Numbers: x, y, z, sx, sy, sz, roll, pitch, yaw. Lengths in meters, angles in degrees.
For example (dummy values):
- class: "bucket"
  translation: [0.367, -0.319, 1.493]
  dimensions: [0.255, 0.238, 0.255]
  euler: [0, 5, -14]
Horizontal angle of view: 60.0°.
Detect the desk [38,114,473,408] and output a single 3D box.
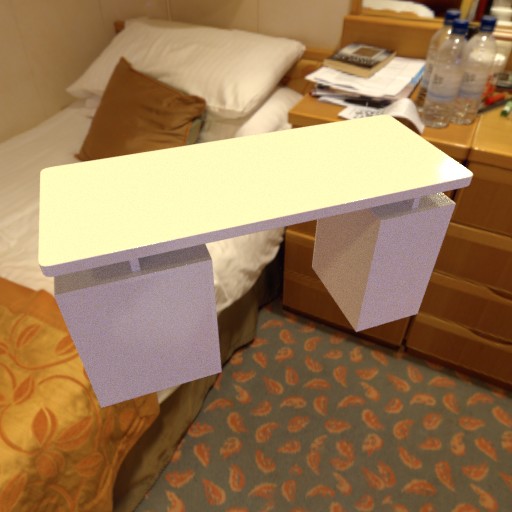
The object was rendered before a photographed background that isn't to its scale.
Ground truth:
- class: "desk"
  translation: [0.000, 0.000, 1.774]
  dimensions: [1.400, 0.762, 0.550]
  euler: [-13, 42, -15]
